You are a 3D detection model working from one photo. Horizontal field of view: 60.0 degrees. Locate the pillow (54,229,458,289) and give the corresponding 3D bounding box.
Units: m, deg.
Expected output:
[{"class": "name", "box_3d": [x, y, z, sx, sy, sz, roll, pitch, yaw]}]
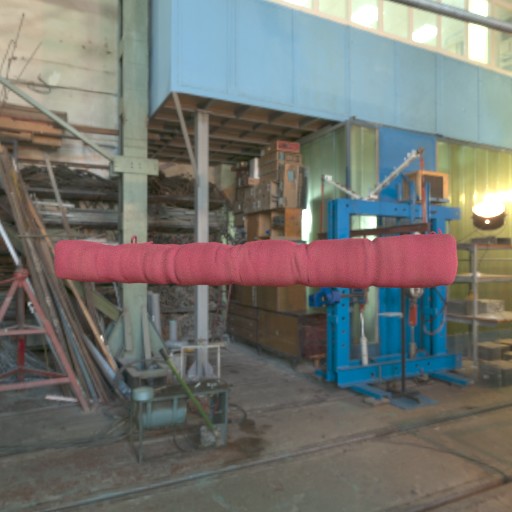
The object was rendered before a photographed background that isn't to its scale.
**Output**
[{"class": "pillow", "box_3d": [0.000, 0.000, 1.393, 1.194, 0.174, 0.511, 0, 0, 18]}]
